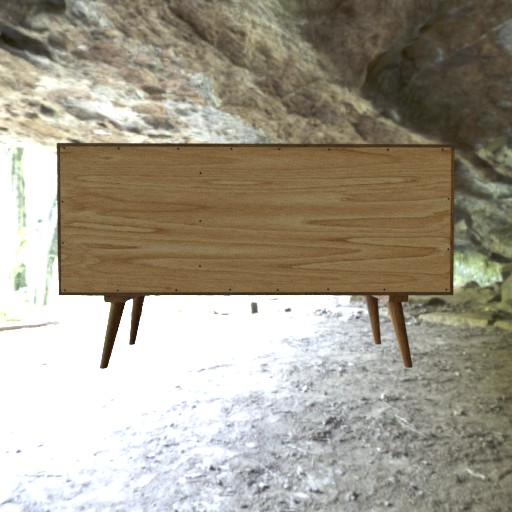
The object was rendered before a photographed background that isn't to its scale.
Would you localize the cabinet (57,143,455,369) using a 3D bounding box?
[{"bbox_3d":[0.000,0.000,1.800,1.400,0.800,0.472,0,1,-1],"label":"cabinet"}]
